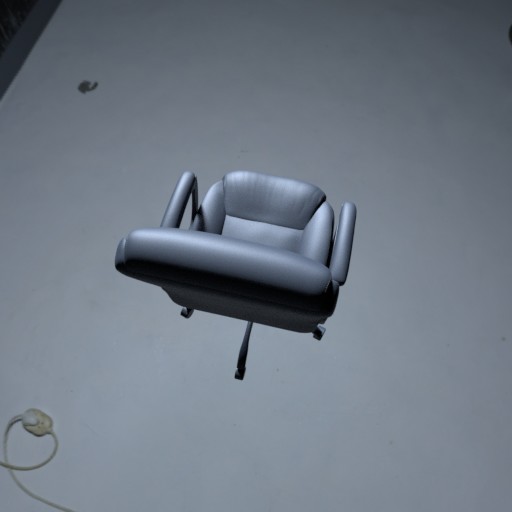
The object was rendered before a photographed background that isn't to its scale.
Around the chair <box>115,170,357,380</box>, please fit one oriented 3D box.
[{"bbox_3d":[0.000,0.000,1.451,0.615,1.072,0.655,12,64,6],"label":"chair"}]
